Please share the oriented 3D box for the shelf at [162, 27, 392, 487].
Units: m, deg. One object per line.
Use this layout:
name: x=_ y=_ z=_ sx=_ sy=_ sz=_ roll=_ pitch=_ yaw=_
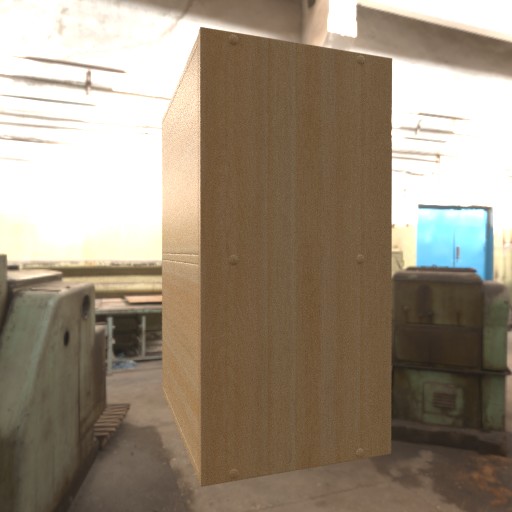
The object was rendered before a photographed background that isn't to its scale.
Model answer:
shelf: x=0.000 y=0.000 z=0.810 sx=0.290 sy=0.592 sz=0.414 roll=0 pitch=1 yaw=-19
